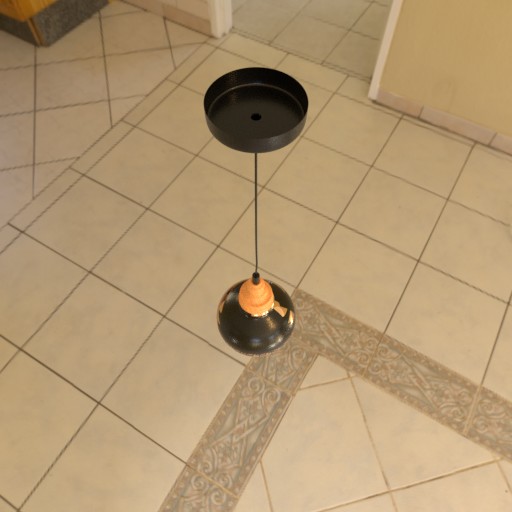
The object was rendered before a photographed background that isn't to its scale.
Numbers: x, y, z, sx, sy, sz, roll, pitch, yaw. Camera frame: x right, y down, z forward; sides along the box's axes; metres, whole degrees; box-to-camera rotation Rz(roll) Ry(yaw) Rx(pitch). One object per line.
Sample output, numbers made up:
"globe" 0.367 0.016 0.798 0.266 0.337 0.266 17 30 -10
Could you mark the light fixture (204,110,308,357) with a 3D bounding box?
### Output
"light fixture" 0.000 0.000 1.856 0.430 1.606 0.430 19 61 11
